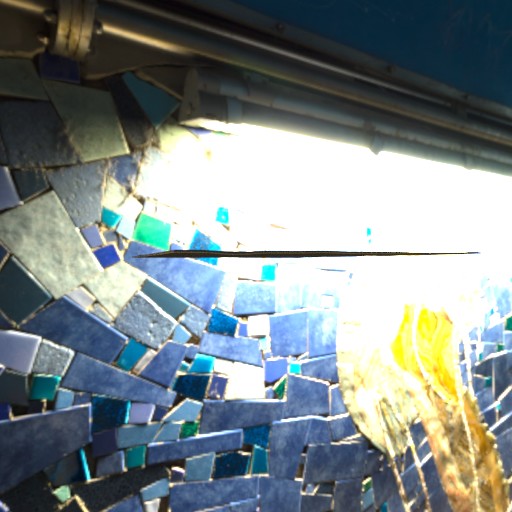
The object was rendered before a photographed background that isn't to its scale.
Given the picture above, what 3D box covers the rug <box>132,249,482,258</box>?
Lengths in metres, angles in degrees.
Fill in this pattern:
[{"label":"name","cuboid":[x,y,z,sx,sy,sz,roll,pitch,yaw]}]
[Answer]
[{"label":"rug","cuboid":[0.000,0.000,3.095,1.531,0.023,2.444,0,-1,-19]}]
